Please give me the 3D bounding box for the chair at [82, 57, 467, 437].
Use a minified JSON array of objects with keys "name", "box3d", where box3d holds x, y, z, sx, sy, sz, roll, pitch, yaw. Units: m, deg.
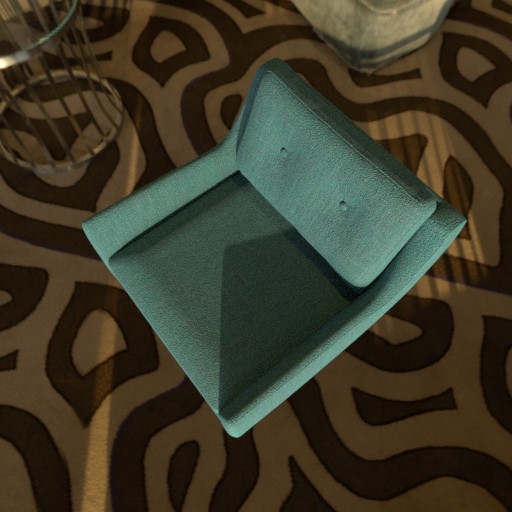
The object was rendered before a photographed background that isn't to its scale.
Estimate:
[{"name":"chair","box3d":[0.000,0.000,1.540,0.849,0.828,0.847,-36,70,-16]}]
